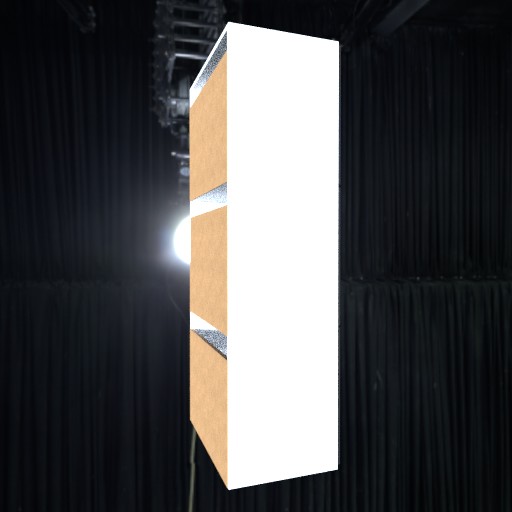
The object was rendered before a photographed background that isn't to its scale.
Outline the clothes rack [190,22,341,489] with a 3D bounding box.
[{"bbox_3d":[0.000,0.000,1.416,0.330,1.187,0.500,0,1,-20],"label":"clothes rack"}]
